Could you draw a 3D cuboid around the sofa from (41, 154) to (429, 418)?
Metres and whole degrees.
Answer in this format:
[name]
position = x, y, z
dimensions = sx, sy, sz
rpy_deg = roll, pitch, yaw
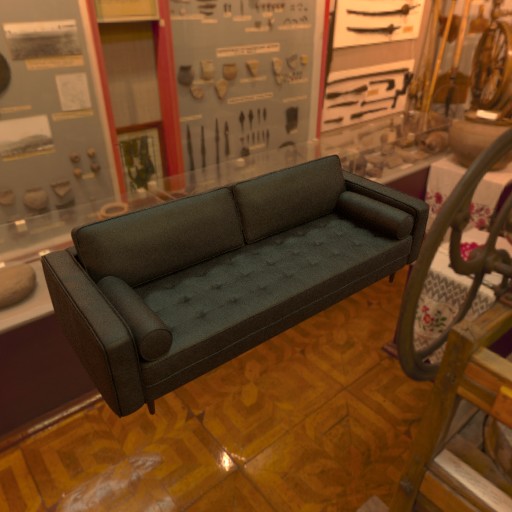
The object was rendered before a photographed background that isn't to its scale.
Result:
[sofa]
position = 0.000, 0.000, 2.670
dimensions = 2.210, 0.762, 0.914
rpy_deg = -22, 38, -31
